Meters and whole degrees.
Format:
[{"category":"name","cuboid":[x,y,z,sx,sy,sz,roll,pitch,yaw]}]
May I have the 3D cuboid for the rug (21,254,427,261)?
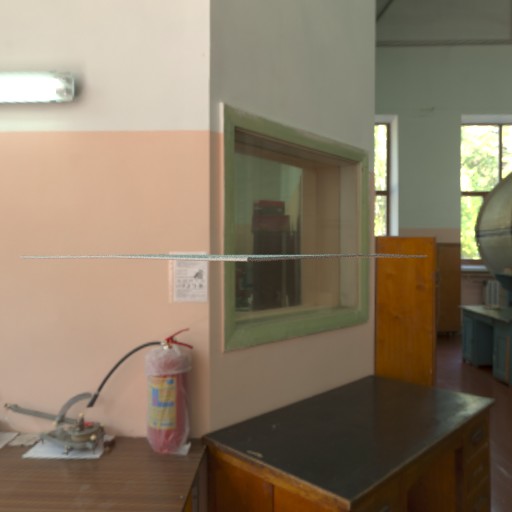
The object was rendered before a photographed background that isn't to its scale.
[{"category":"rug","cuboid":[0.000,0.000,2.946,1.593,0.029,2.305,0,0,36]}]
